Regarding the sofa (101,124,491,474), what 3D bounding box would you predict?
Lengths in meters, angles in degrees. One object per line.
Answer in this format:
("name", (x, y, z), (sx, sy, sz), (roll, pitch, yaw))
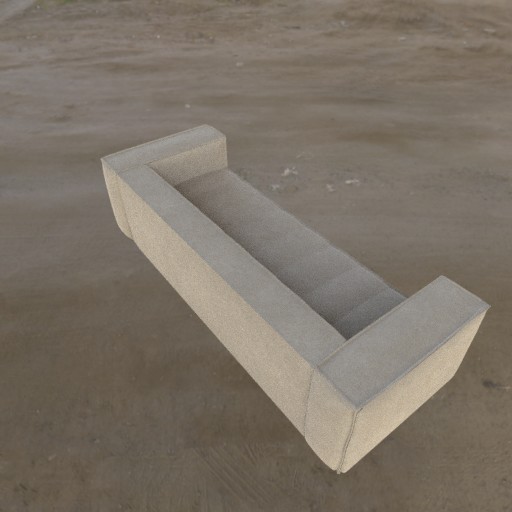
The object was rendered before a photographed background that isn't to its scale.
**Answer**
("sofa", (0.000, 0.000, 3.027), (1.038, 0.680, 2.697), (-27, 48, -27))
